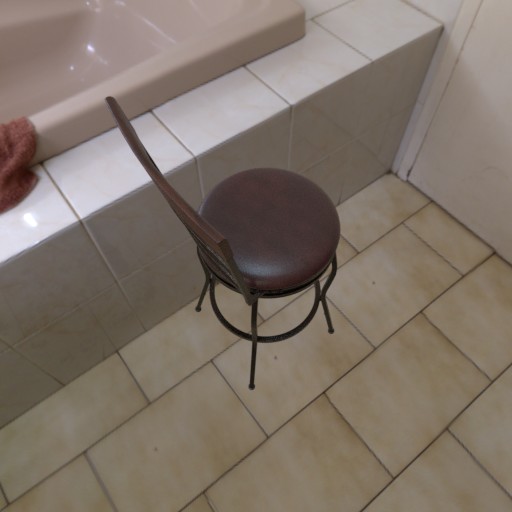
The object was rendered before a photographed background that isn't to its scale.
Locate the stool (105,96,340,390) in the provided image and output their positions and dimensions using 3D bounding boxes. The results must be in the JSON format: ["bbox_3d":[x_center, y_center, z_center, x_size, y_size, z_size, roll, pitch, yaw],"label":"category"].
[{"bbox_3d":[0.000,0.000,1.394,0.513,1.130,0.448,-31,64,-17],"label":"stool"}]
